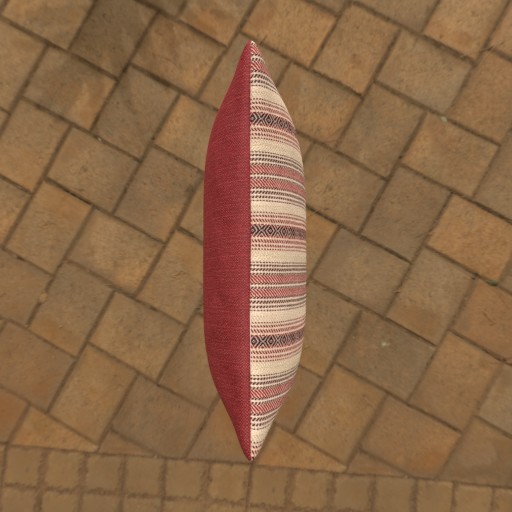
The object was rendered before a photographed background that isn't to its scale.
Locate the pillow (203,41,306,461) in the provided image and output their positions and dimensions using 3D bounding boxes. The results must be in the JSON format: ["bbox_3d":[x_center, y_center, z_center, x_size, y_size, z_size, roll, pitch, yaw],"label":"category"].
[{"bbox_3d":[0.000,0.000,0.776,0.166,0.497,0.513,0,89,0],"label":"pillow"}]
